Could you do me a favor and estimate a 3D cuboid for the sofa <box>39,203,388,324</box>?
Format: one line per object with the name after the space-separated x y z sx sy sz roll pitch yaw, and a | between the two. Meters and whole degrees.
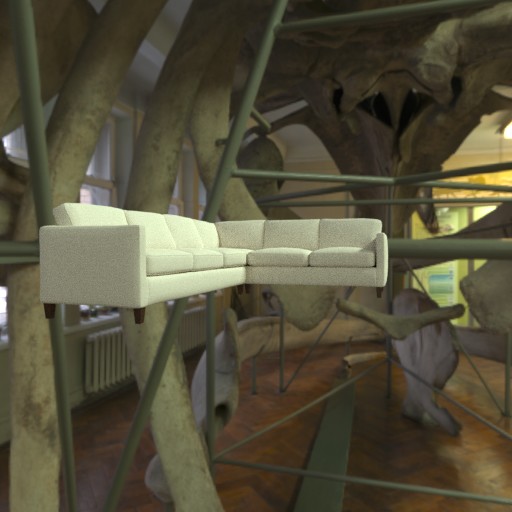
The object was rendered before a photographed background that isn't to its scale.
0.000 0.000 4.607 2.593 0.947 3.302 0 1 17 | sofa
